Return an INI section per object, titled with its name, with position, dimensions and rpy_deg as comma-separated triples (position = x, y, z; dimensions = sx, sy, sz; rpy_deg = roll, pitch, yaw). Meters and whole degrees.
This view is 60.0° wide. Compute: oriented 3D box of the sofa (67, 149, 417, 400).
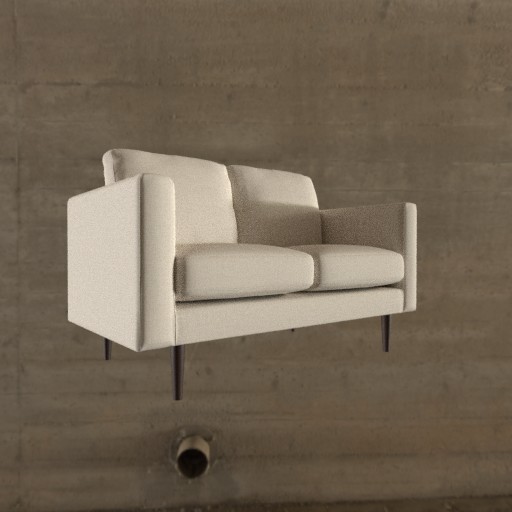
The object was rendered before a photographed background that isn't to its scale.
[sofa]
position = 0.000, 0.000, 2.003
dimensions = 1.430, 0.908, 0.796
rpy_deg = -1, 1, -38
